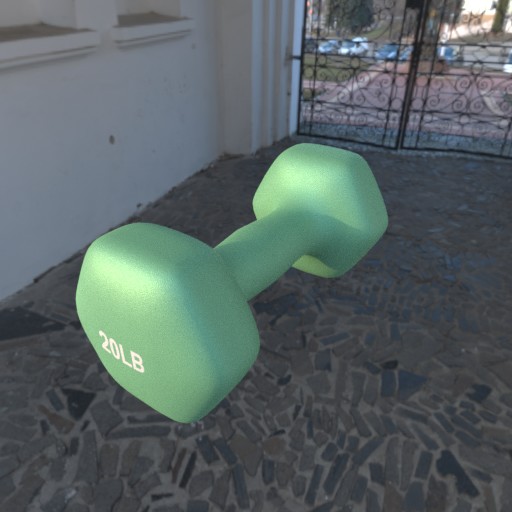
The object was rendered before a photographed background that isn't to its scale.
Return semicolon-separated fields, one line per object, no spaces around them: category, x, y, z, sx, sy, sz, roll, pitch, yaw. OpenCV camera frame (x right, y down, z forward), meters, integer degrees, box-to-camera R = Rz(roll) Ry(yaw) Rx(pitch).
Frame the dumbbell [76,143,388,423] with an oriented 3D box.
dumbbell;0.000;0.000;0.342;0.129;0.117;0.260;21;37;30
